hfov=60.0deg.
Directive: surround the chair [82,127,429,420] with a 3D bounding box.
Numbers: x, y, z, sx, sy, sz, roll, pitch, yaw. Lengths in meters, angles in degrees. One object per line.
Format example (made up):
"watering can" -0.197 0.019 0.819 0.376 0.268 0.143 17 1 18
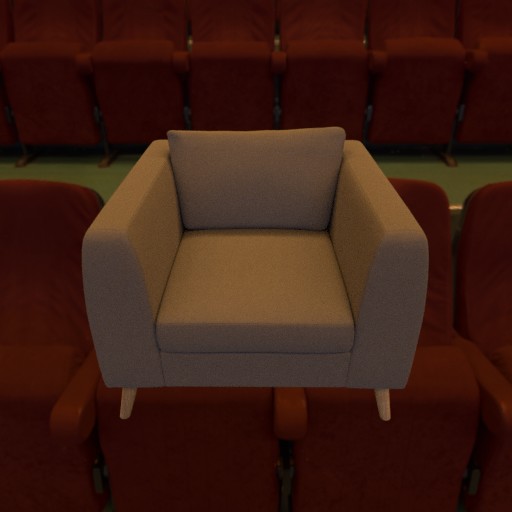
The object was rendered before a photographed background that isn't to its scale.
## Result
"chair" 0.000 0.000 1.701 1.000 0.860 0.930 0 30 0
